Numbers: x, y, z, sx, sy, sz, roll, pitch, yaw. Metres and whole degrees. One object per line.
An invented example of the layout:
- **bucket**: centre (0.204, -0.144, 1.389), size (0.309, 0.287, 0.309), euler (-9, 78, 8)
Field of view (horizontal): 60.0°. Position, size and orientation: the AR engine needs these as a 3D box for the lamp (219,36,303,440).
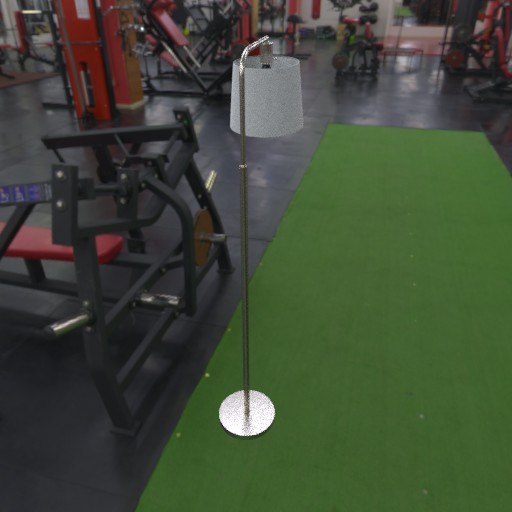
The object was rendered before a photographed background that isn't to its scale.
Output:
- **lamp**: centre (0.000, 0.000, 1.674), size (0.254, 1.478, 0.508), euler (9, 32, 15)
